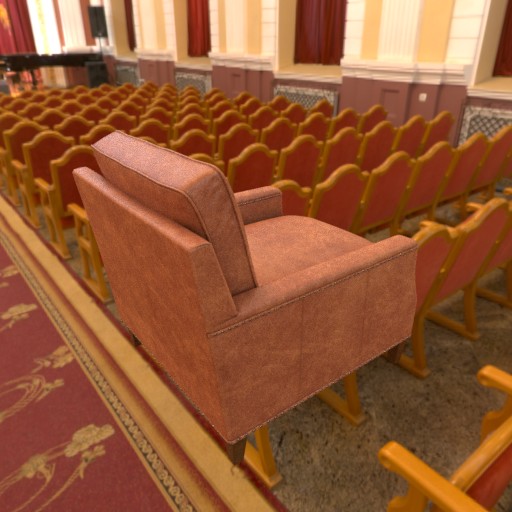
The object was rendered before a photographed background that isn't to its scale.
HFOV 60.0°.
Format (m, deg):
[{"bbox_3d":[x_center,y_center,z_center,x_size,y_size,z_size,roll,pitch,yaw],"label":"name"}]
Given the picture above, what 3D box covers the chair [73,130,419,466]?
[{"bbox_3d":[0.000,0.000,1.699,1.014,0.943,0.853,-19,32,-33],"label":"chair"}]
